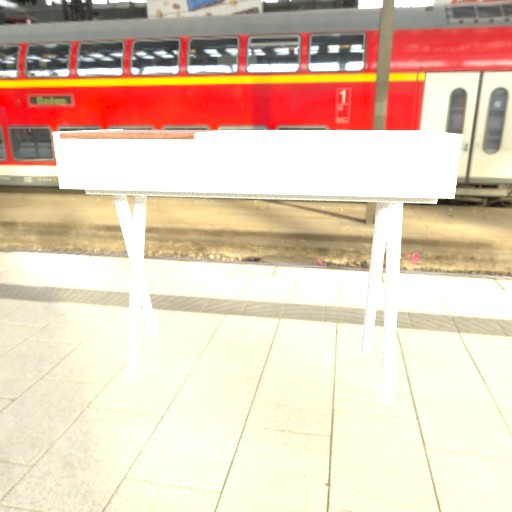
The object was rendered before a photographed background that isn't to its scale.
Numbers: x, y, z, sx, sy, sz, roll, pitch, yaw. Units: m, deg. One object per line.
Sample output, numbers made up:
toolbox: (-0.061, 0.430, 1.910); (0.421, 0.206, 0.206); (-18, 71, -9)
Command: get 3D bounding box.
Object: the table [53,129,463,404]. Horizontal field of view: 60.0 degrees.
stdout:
table: (0.000, 0.000, 1.447); (1.066, 0.785, 0.418); (3, 17, 9)
